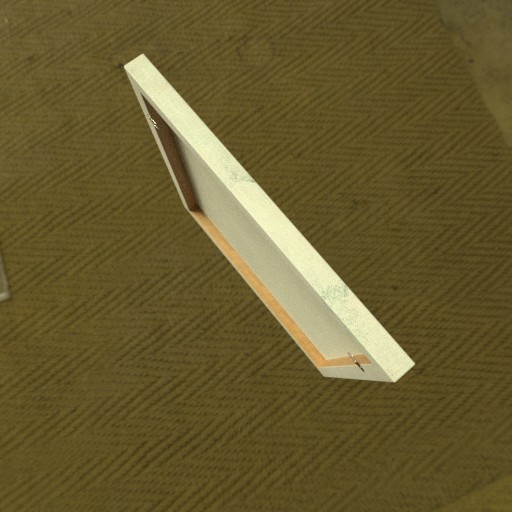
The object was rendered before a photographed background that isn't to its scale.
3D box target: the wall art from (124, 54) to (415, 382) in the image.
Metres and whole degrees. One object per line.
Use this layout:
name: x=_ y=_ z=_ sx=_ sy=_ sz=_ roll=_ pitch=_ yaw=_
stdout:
wall art: x=0.000 y=0.000 z=0.929 sx=0.040 sy=0.612 sz=0.612 roll=-38 pitch=79 yaw=-9
